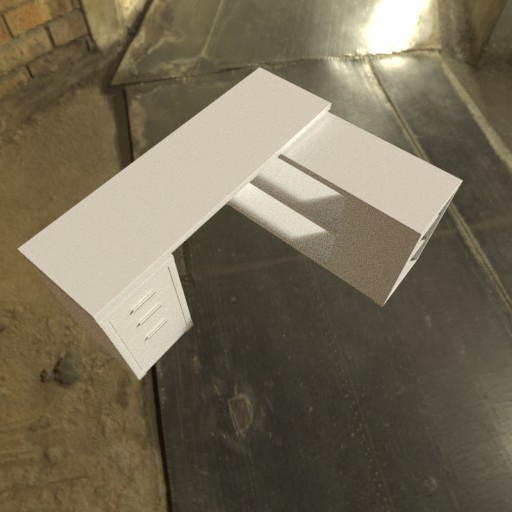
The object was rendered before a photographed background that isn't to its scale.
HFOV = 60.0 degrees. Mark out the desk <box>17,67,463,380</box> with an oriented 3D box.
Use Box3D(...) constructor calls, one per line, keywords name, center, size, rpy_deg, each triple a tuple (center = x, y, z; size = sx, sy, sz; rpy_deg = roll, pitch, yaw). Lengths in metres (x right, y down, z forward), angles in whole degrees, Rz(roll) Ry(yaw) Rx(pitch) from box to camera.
Box3D(name="desk", center=(0.000, 0.000, 2.184), size=(1.200, 0.753, 1.524), rpy_deg=(35, 64, 20))
